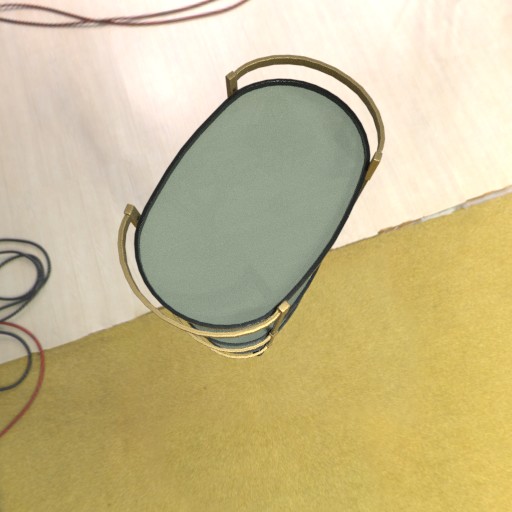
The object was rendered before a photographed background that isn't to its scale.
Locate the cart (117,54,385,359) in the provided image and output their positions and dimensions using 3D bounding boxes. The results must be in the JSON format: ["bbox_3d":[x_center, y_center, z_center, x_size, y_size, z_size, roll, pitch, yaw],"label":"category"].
[{"bbox_3d":[0.000,0.000,1.133,0.311,0.885,0.515,32,77,8],"label":"cart"}]
